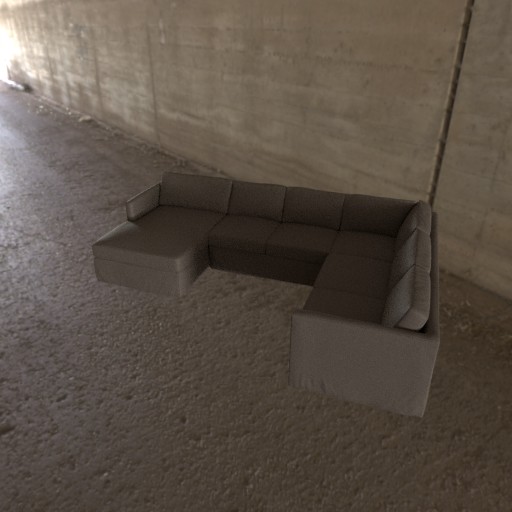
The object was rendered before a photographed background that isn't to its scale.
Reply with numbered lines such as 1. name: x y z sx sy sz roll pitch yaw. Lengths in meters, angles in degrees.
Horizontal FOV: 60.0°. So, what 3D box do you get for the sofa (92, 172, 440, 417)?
1. sofa: 0.000 0.000 4.566 3.528 0.878 2.476 10 29 17
